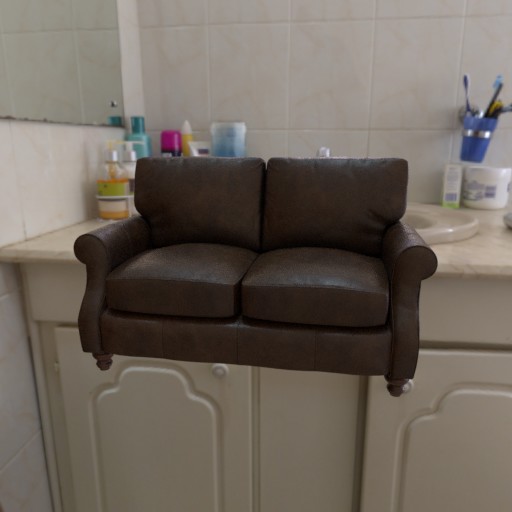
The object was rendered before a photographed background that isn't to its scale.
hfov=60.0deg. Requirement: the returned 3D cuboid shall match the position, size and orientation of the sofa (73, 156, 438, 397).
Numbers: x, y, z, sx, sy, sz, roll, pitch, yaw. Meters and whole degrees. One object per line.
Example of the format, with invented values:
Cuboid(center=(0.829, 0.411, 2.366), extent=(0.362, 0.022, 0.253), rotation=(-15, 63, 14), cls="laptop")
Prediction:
Cuboid(center=(0.000, 0.000, 2.251), extent=(1.616, 0.976, 0.990), rotation=(2, 14, 10), cls="sofa")
